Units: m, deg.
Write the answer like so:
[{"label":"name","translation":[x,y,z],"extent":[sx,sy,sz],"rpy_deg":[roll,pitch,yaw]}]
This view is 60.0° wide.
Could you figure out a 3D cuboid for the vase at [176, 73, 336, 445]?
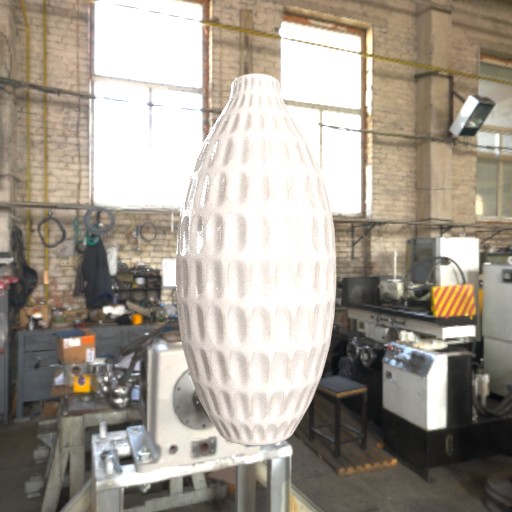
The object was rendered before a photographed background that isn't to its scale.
[{"label":"vase","translation":[0.000,0.000,0.358],"extent":[0.127,0.282,0.127],"rpy_deg":[0,0,0]}]
